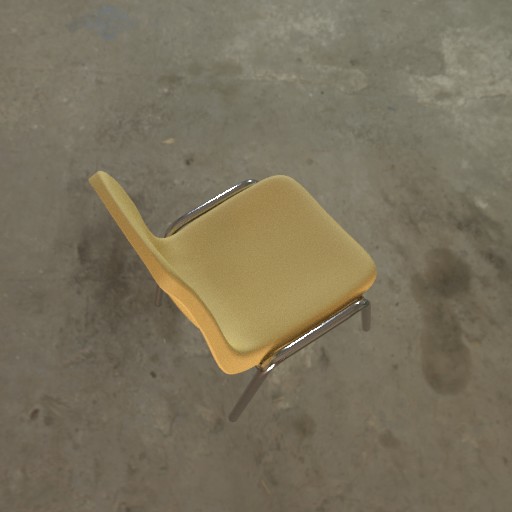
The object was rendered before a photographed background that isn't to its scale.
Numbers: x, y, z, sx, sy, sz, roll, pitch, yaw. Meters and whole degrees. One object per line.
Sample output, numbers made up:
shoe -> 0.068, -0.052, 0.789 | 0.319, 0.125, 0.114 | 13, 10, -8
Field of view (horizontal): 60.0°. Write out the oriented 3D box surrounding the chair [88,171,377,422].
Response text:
chair -> 0.000, 0.000, 0.782 | 0.385, 0.536, 0.354 | -31, 64, -17
